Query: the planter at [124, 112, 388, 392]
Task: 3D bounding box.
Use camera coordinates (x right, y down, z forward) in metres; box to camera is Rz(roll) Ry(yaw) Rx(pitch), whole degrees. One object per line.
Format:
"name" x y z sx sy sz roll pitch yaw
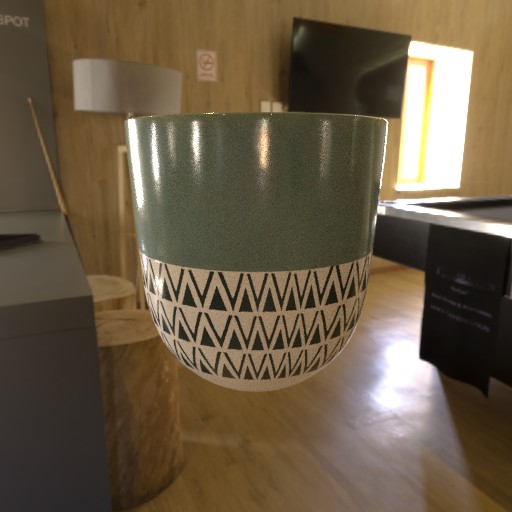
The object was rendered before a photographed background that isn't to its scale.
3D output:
"planter" 0.000 0.000 0.371 0.198 0.214 0.198 0 13 0
